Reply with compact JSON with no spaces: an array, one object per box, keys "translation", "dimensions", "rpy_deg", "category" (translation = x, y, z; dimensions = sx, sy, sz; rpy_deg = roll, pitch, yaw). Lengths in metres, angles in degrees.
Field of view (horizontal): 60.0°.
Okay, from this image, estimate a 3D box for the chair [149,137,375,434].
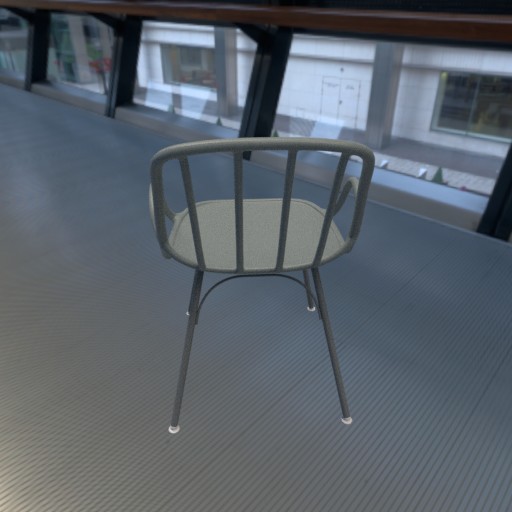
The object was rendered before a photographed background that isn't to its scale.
[{"translation":[0.000,0.000,1.236],"dimensions":[0.549,0.816,0.597],"rpy_deg":[-2,30,-3],"category":"chair"}]
